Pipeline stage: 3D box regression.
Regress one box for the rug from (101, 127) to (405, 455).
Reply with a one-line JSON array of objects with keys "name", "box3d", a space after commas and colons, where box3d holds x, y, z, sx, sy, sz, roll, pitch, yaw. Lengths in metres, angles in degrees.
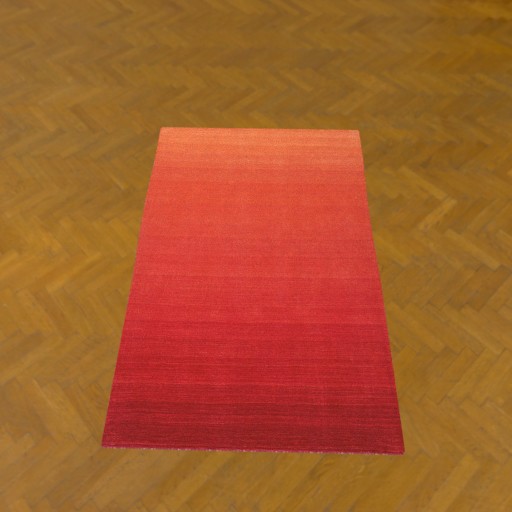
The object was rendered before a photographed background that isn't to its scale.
[{"name": "rug", "box3d": [0.000, 0.000, 2.250, 1.230, 0.018, 1.835, 1, 58, 1]}]
